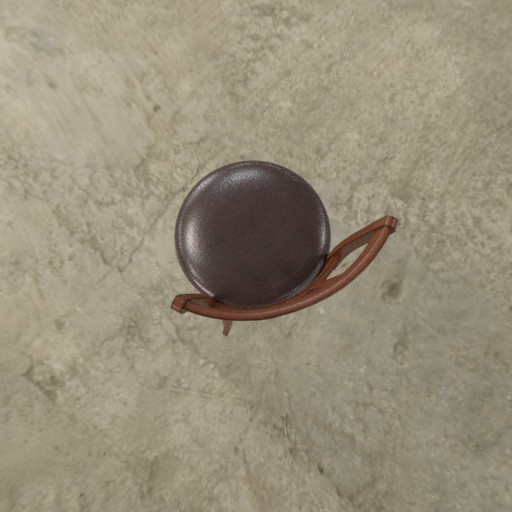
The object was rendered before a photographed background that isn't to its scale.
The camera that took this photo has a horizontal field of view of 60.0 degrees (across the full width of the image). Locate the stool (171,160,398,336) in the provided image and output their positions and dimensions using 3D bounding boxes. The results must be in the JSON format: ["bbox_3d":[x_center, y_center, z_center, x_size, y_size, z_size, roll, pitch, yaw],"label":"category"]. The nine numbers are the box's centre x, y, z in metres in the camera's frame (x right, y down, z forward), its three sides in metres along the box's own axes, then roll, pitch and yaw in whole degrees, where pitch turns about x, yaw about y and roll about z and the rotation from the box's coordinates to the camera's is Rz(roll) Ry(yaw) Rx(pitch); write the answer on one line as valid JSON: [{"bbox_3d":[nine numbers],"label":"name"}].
[{"bbox_3d":[0.000,0.000,1.431,0.464,1.177,0.503,-21,78,-5],"label":"stool"}]
